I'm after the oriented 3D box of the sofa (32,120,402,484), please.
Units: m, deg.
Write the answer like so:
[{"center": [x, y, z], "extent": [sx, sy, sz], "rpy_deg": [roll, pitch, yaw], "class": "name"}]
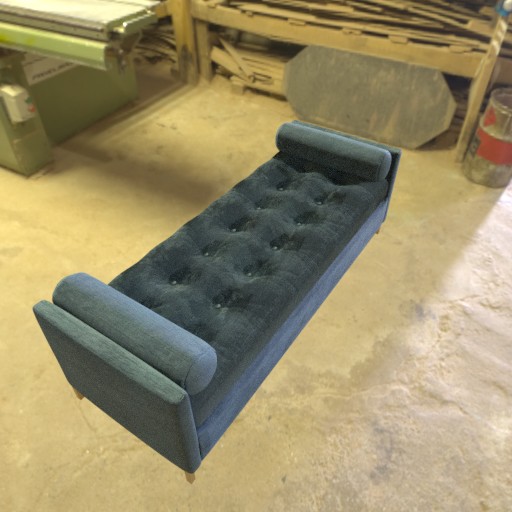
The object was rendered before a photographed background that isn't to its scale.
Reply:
[{"center": [0.000, 0.000, 2.433], "extent": [0.796, 0.705, 2.102], "rpy_deg": [24, 47, 25], "class": "sofa"}]
